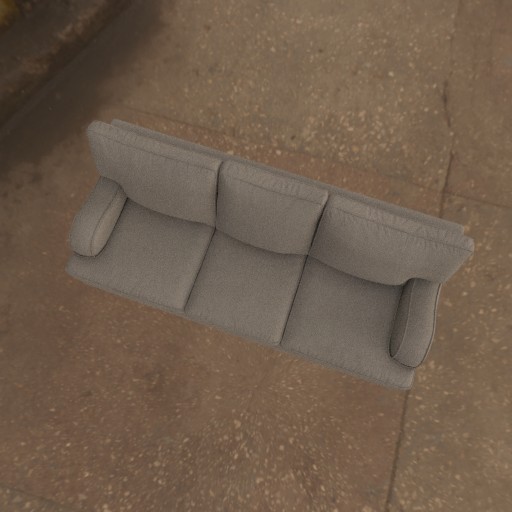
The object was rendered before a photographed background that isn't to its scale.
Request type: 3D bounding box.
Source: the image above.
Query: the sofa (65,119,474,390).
[{"bbox_3d":[0.000,0.000,2.863,2.323,0.991,1.016,18,74,5],"label":"sofa"}]
